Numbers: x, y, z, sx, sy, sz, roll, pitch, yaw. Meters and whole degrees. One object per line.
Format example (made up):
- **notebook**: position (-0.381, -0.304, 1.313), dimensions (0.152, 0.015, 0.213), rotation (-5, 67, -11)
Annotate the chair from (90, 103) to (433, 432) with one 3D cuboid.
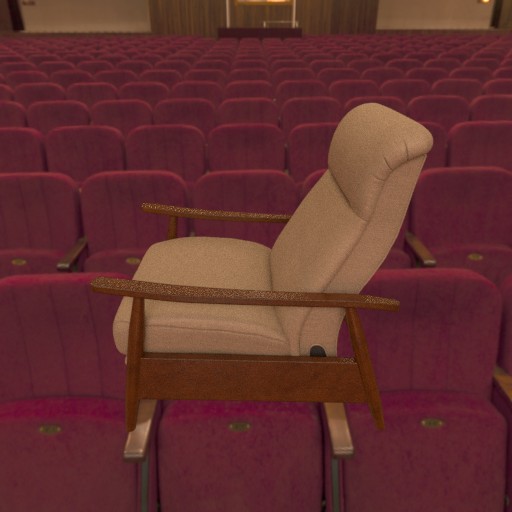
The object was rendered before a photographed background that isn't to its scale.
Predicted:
- **chair**: position (0.000, 0.000, 1.733), dimensions (1.030, 1.082, 0.762), rotation (0, 26, 0)
